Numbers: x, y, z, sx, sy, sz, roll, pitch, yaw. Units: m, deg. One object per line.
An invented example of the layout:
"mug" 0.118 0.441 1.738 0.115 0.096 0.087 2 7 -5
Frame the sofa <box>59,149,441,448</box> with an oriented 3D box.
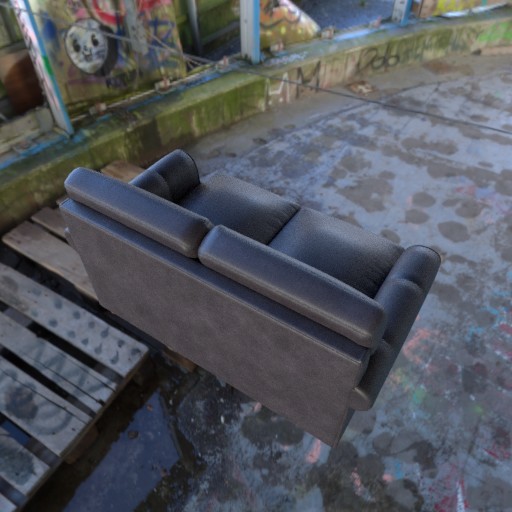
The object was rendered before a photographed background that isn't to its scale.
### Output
"sofa" 0.000 0.000 2.301 1.663 0.979 1.030 25 52 22
